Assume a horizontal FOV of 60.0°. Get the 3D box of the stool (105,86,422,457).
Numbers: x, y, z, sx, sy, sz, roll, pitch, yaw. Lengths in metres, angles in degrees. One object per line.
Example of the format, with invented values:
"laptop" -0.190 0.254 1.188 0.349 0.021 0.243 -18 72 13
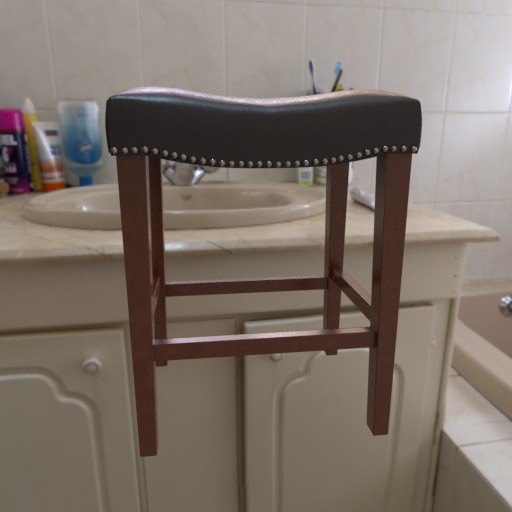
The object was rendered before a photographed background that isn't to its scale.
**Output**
"stool" 0.000 0.000 0.930 0.504 0.654 0.372 -2 16 -7
